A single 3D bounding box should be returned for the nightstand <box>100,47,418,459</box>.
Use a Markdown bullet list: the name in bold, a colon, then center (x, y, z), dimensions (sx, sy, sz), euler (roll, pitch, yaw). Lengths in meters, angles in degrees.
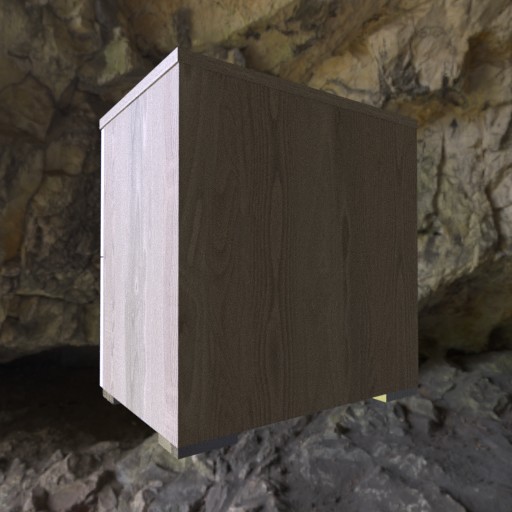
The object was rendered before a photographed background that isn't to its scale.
- **nightstand**: center (0.000, 0.000, 0.754), dimensions (0.442, 0.461, 0.325), euler (1, -1, -35)
